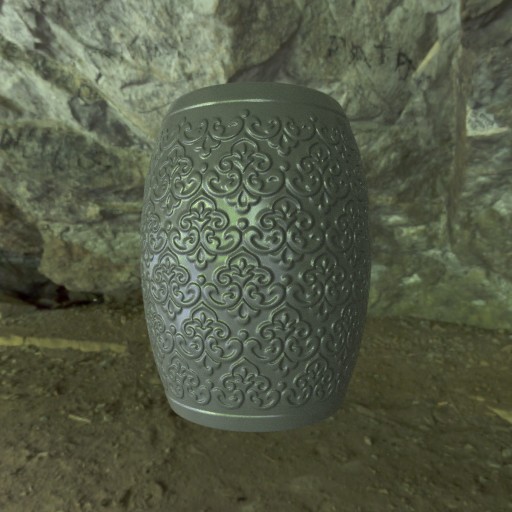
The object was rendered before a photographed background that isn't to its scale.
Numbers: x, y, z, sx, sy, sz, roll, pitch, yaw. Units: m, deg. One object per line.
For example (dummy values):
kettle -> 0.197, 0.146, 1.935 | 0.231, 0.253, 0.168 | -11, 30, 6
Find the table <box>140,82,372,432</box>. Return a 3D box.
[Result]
table -> 0.000, 0.000, 0.611 | 0.309, 0.397, 0.309 | 0, 1, 0
